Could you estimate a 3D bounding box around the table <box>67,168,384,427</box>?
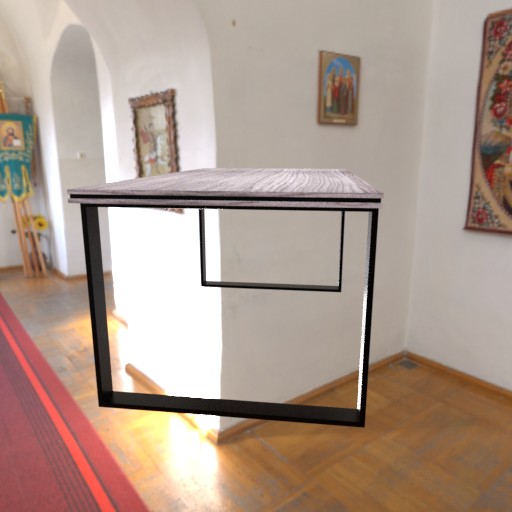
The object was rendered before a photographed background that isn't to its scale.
[{"bbox_3d":[0.000,0.000,2.056,0.881,0.736,1.579,2,13,7],"label":"table"}]
